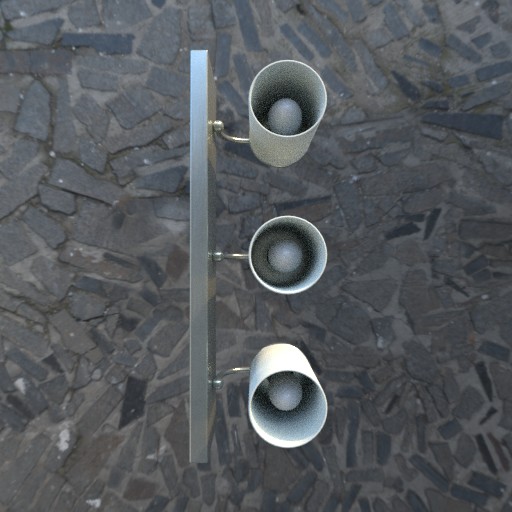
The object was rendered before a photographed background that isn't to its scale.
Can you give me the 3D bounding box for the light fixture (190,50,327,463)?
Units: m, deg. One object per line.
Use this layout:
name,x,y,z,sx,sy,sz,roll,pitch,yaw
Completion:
light fixture,0.000,0.000,0.533,0.145,0.172,0.451,0,89,0
